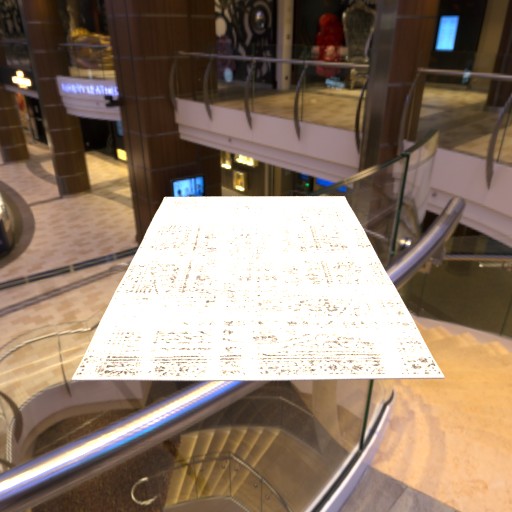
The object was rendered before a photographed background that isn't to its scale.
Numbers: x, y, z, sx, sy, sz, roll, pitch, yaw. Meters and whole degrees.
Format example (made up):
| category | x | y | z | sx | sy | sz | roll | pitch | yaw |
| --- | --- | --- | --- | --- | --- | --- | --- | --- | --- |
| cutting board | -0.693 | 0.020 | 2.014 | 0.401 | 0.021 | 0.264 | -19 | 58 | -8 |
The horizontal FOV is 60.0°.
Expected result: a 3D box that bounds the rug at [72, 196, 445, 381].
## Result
| category | x | y | z | sx | sy | sz | roll | pitch | yaw |
| --- | --- | --- | --- | --- | --- | --- | --- | --- | --- |
| rug | 0.000 | 0.000 | 3.087 | 1.706 | 0.026 | 2.438 | 0 | 27 | 0 |
